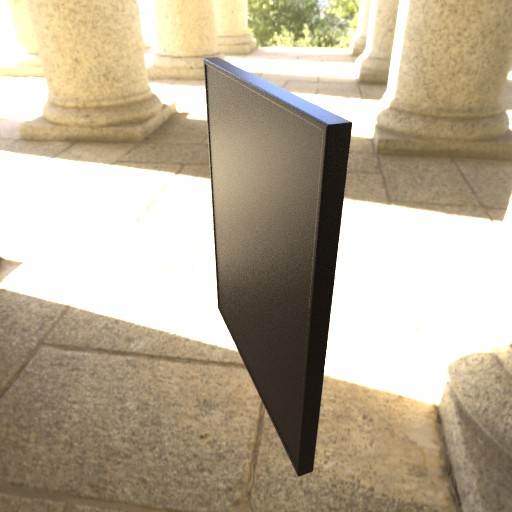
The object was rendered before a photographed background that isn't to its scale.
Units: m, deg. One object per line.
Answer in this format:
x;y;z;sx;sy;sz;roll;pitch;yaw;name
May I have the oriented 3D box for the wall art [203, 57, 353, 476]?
0.000;0.000;0.736;0.028;0.551;0.451;-11;33;-17;wall art
